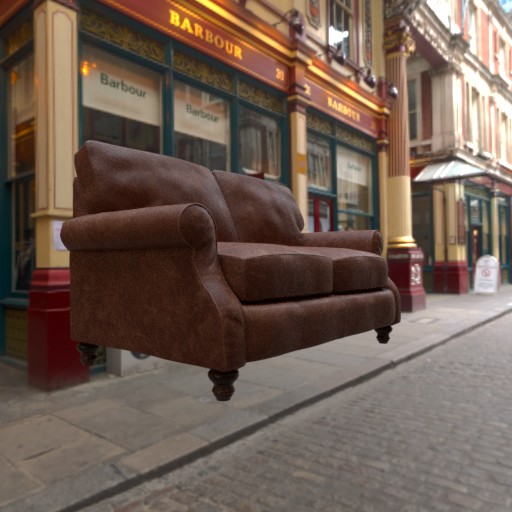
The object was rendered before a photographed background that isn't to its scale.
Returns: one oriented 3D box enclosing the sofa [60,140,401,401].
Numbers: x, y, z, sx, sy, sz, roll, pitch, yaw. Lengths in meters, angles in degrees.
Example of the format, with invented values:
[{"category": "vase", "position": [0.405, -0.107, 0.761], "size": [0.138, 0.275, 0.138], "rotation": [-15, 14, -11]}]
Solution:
[{"category": "sofa", "position": [0.000, 0.000, 2.209], "size": [0.990, 0.967, 1.616], "rotation": [-1, -1, 39]}]
